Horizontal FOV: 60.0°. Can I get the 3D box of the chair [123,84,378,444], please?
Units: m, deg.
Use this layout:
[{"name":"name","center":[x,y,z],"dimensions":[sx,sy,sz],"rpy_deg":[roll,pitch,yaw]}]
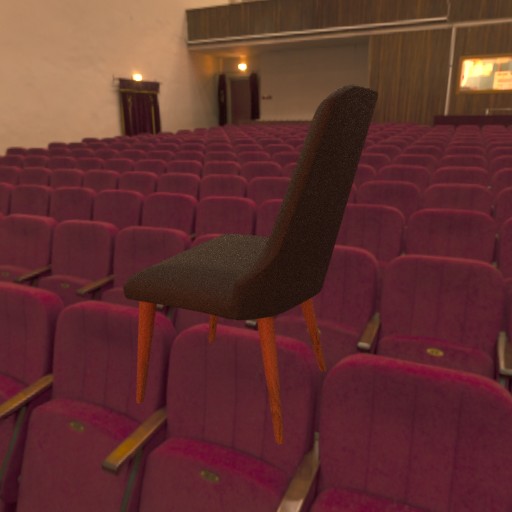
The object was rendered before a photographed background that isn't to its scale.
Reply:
[{"name":"chair","center":[0.000,0.000,1.179],"dimensions":[0.567,0.820,0.504],"rpy_deg":[7,18,24]}]
